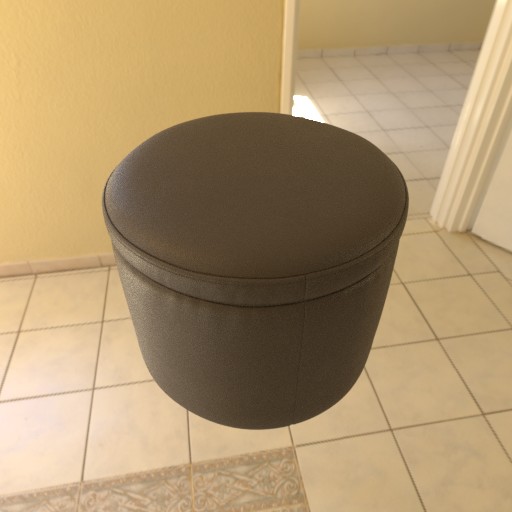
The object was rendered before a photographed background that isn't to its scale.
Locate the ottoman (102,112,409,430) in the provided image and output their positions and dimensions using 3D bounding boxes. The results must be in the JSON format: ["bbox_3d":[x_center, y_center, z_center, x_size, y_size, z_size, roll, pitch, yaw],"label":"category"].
[{"bbox_3d":[0.000,0.000,0.846,0.500,0.409,0.500,0,41,0],"label":"ottoman"}]
